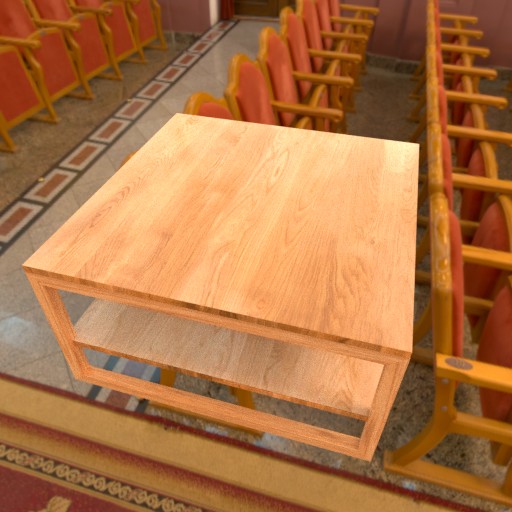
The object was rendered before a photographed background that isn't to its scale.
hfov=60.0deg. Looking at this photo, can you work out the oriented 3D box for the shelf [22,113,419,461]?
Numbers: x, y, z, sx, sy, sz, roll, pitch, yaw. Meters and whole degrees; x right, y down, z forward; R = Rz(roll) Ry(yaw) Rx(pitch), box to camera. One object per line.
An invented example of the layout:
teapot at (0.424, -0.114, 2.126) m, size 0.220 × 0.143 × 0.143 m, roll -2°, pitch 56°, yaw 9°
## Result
shelf at (0.000, 0.000, 1.441) m, size 0.899 × 0.480 × 0.899 m, roll 11°, pitch 43°, yaw 12°
